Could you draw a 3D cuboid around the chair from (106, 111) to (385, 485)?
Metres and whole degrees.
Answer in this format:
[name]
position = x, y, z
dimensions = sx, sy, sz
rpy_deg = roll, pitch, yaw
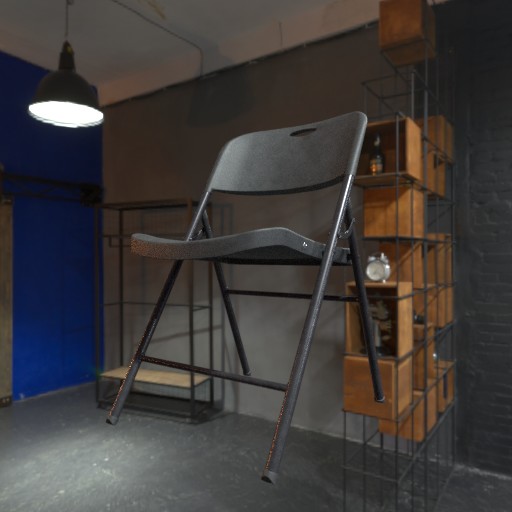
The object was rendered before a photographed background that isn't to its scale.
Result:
[chair]
position = 0.000, 0.000, 1.149
dimensions = 0.494, 0.810, 0.566
rpy_deg = 0, 0, 36
